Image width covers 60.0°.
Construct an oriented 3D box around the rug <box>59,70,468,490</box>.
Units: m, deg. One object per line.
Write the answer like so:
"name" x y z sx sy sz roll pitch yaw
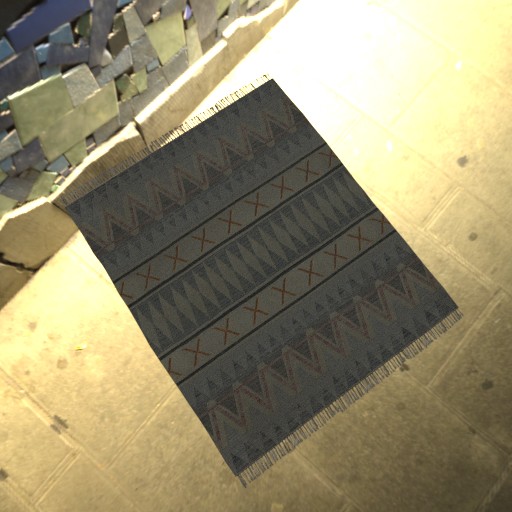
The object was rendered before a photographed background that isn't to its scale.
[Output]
"rug" 0.000 0.000 3.939 2.371 0.012 3.000 -34 79 -8
